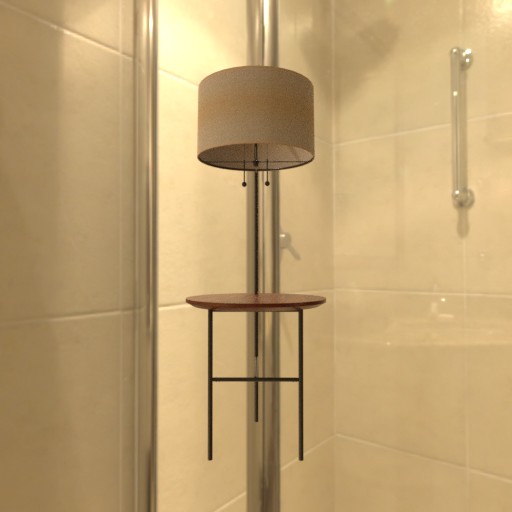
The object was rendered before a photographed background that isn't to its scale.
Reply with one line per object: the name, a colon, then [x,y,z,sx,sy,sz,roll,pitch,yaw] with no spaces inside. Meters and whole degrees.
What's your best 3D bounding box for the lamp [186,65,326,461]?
lamp: [0.000,0.000,1.830,0.573,1.517,0.573,0,-1,0]
